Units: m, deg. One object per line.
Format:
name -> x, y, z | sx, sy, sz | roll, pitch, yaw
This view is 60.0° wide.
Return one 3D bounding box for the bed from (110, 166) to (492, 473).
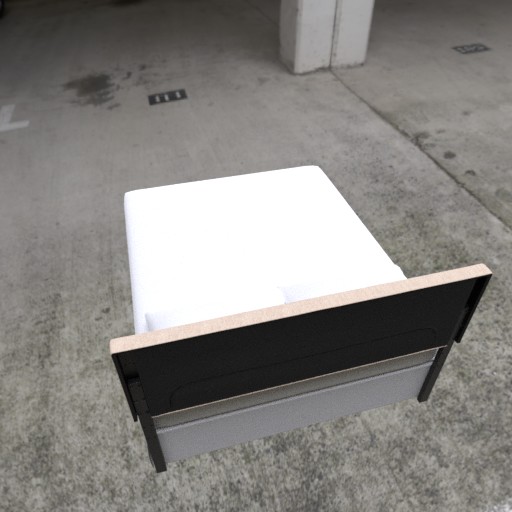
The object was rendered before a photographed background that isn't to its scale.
bed -> 0.000, 0.000, 2.728 | 1.616, 1.016, 1.876 | -10, 42, -12
